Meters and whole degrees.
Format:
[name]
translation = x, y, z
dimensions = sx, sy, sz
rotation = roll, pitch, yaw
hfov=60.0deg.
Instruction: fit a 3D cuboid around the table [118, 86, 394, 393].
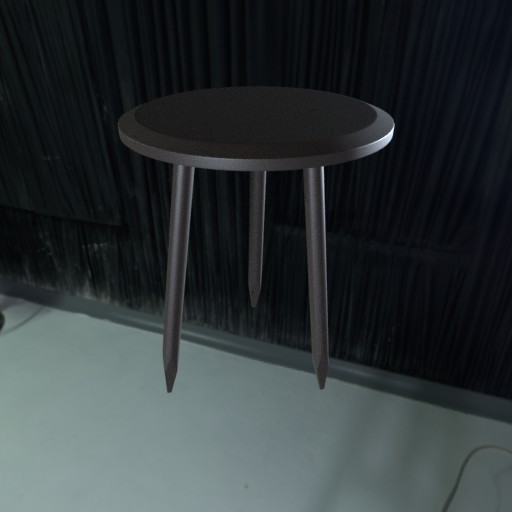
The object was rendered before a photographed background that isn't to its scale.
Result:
[table]
translation = 0.000, 0.000, 0.905
dimensions = 0.457, 0.585, 0.457
rotation = 0, 31, 0
